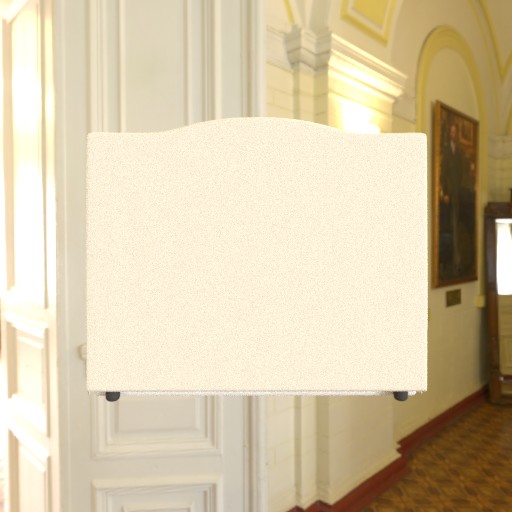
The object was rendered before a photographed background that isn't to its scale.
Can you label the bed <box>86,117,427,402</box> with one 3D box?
[{"bbox_3d":[0.000,0.000,3.341,1.821,1.436,2.282,0,1,0],"label":"bed"}]
